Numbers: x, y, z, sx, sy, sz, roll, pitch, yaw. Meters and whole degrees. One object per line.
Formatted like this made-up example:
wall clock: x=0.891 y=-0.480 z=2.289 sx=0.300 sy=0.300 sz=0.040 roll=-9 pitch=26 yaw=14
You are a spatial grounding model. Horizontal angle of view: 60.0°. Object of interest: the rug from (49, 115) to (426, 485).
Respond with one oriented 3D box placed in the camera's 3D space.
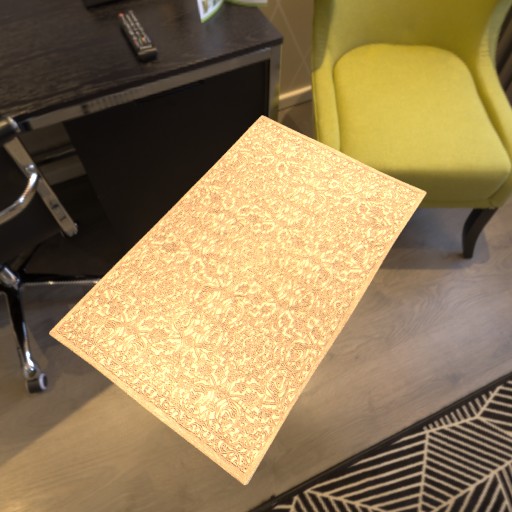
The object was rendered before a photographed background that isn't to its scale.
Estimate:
rug: x=0.000 y=0.000 z=3.106 sx=1.529 sy=0.012 sz=2.435 roll=30 pitch=63 yaw=17
